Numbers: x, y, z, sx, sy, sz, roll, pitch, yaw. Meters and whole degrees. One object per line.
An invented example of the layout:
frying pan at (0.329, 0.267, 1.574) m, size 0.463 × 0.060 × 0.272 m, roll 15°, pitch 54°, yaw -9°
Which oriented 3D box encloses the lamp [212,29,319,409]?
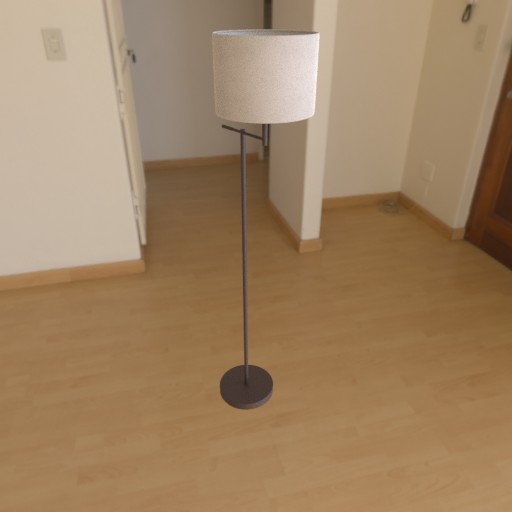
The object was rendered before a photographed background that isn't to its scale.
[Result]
lamp at (0.000, 0.000, 1.768) m, size 0.324 × 1.600 × 0.416 m, roll -22°, pitch 37°, yaw -34°
